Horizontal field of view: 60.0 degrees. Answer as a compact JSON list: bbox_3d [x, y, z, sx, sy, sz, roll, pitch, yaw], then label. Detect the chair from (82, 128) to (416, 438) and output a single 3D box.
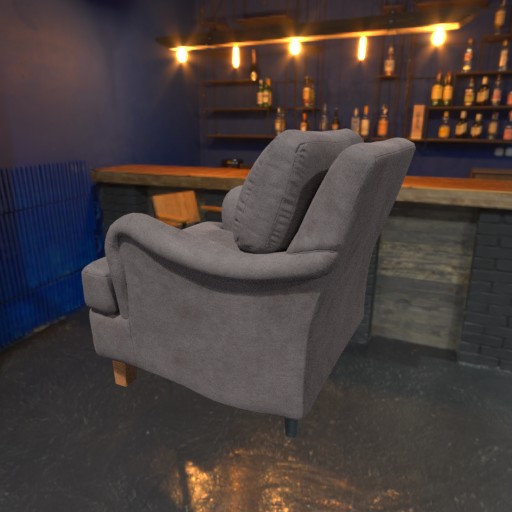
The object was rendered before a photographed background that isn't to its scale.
[{"bbox_3d":[0.000,0.000,1.808,1.070,0.997,0.955,8,18,24],"label":"chair"}]
